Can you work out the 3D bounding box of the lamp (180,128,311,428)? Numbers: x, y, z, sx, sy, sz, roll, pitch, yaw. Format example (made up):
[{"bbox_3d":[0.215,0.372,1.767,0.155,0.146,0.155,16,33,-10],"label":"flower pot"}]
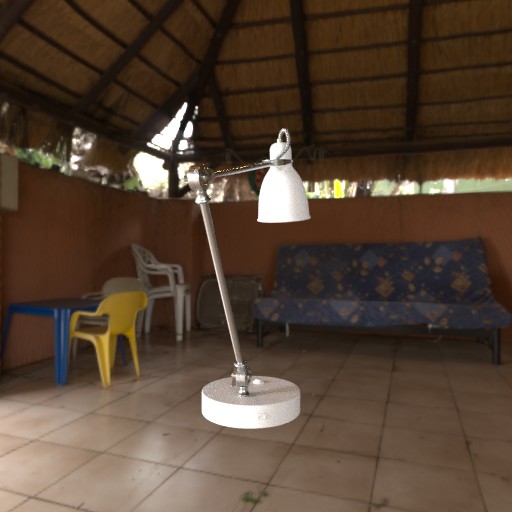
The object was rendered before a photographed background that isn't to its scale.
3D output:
[{"bbox_3d":[0.000,0.000,0.874,0.187,0.587,0.561,0,0,18],"label":"lamp"}]
